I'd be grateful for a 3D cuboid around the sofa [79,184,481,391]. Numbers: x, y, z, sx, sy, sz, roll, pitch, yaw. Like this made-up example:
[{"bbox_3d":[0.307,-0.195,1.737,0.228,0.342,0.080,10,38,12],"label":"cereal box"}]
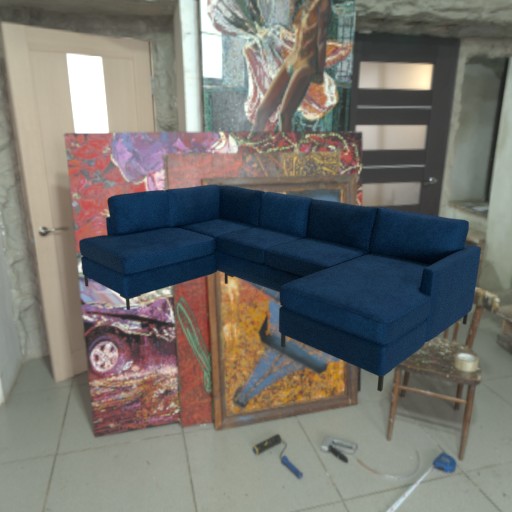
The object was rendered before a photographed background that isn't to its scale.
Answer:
[{"bbox_3d":[0.000,0.000,4.307,2.055,0.992,3.434,-16,22,-42],"label":"sofa"}]
